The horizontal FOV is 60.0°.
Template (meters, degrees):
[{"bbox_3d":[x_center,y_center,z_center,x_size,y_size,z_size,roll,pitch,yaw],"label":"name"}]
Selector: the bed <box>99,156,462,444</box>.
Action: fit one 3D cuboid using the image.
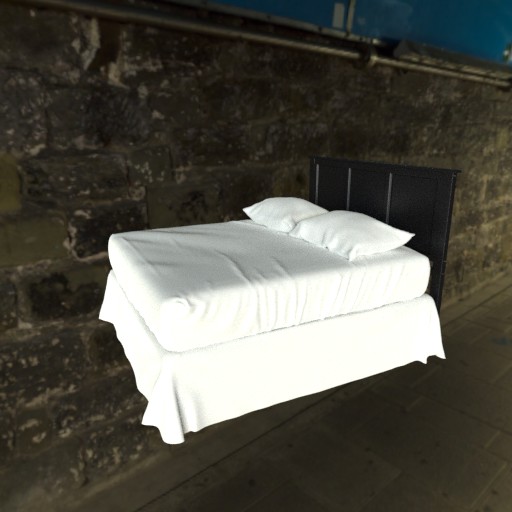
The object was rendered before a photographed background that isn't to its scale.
[{"bbox_3d":[0.000,0.000,3.196,2.050,1.270,1.870,-8,18,-26],"label":"bed"}]
